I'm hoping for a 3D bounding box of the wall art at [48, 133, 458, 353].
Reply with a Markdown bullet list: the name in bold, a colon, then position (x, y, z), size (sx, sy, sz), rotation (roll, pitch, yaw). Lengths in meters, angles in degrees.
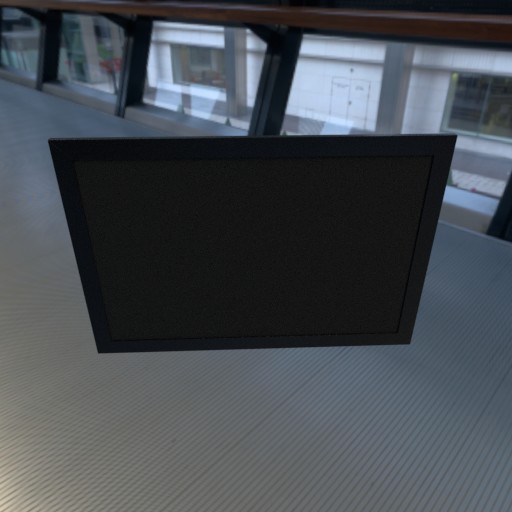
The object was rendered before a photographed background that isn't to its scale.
- **wall art**: position (0.000, 0.000, 0.830), size (0.660, 0.447, 0.013), rotation (-1, 30, -2)
